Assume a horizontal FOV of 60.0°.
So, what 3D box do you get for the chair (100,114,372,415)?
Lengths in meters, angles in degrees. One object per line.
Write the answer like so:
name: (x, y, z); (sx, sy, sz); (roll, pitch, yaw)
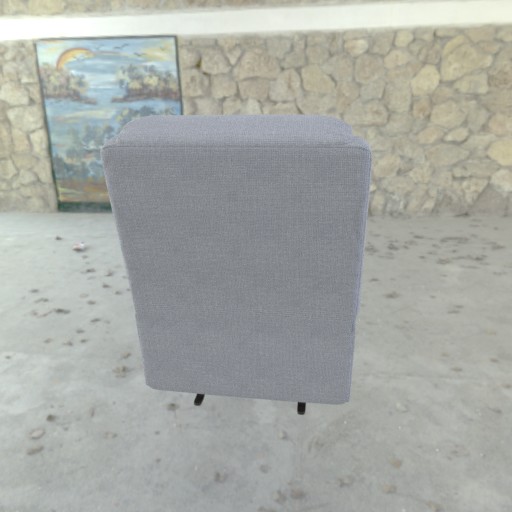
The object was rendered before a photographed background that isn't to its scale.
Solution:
chair: (0.000, 0.000, 1.773); (0.838, 1.054, 1.014); (2, 16, 8)
